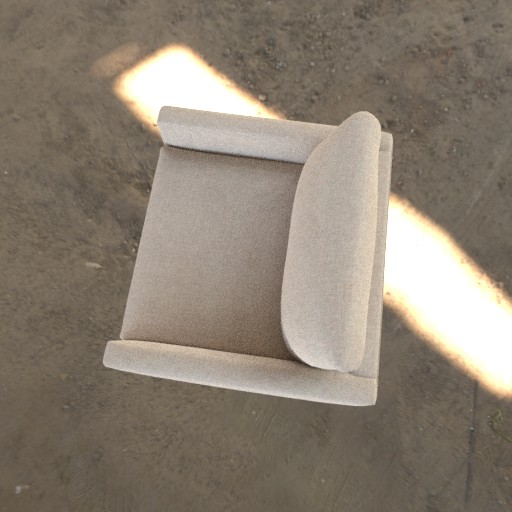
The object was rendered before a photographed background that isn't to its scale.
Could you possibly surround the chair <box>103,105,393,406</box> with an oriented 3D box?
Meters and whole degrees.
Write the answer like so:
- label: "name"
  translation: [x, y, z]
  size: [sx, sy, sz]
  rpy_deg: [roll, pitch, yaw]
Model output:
- label: "chair"
  translation: [0.000, 0.000, 1.651]
  size: [0.866, 0.861, 0.963]
  rpy_deg: [8, 75, 2]
